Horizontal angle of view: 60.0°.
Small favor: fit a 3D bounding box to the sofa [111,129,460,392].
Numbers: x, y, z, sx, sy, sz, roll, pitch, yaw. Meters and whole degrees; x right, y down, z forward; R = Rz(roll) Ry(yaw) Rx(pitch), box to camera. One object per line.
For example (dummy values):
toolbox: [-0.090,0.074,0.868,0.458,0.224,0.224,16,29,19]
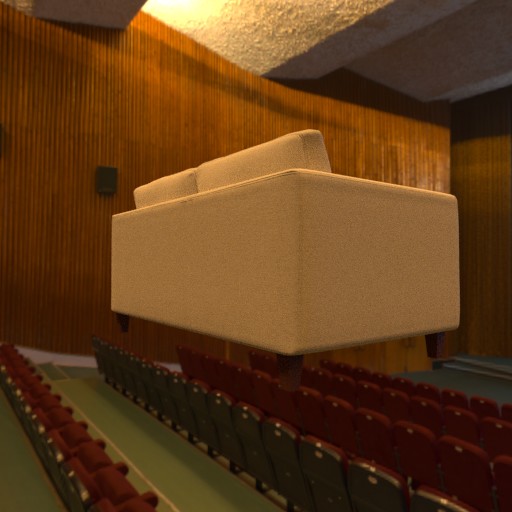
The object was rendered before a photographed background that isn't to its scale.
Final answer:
sofa: [0.000,0.000,2.275,0.964,0.888,1.702,1,-1,-36]
